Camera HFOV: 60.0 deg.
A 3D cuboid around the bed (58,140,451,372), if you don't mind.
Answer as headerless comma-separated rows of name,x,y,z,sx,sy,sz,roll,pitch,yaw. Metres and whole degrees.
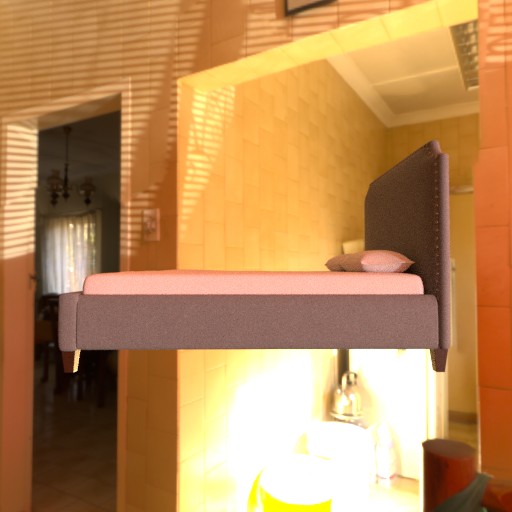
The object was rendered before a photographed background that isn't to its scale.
bed,0.000,0.000,3.488,2.372,1.443,1.712,0,-2,0
